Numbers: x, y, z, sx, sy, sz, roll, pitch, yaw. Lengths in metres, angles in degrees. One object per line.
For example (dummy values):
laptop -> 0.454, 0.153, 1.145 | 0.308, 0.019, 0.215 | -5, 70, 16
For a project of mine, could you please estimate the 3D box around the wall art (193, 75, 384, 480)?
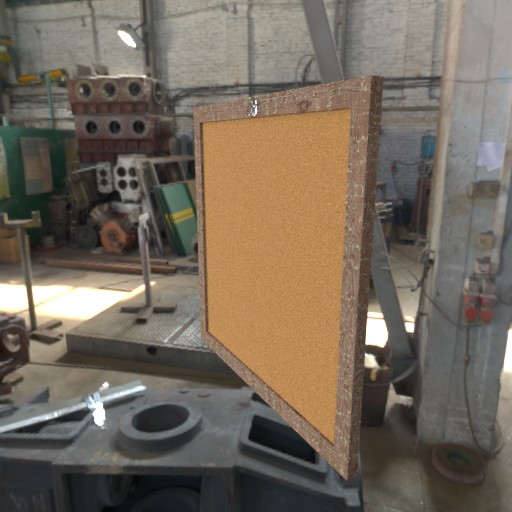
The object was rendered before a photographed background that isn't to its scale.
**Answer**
wall art -> 0.000, 0.000, 0.559 | 0.022, 0.380, 0.380 | -8, 16, -28
